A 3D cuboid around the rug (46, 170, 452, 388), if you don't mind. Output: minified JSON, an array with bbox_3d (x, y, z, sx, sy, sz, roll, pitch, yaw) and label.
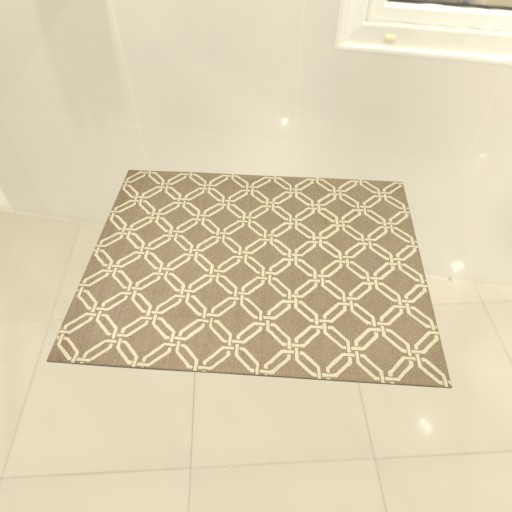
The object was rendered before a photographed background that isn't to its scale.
[{"bbox_3d":[0.000,0.000,3.914,2.895,0.018,2.288,3,48,3],"label":"rug"}]
